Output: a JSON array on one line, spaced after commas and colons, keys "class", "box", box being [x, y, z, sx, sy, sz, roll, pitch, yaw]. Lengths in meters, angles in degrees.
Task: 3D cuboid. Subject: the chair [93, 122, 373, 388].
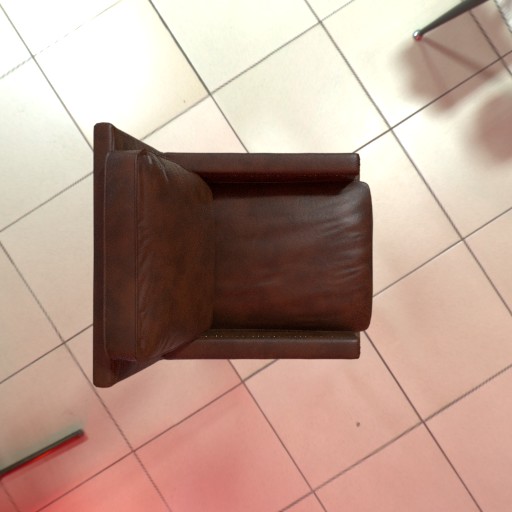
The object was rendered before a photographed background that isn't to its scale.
[{"class": "chair", "box": [0.000, 0.000, 1.853, 1.035, 1.054, 0.854, 0, 90, 1]}]
